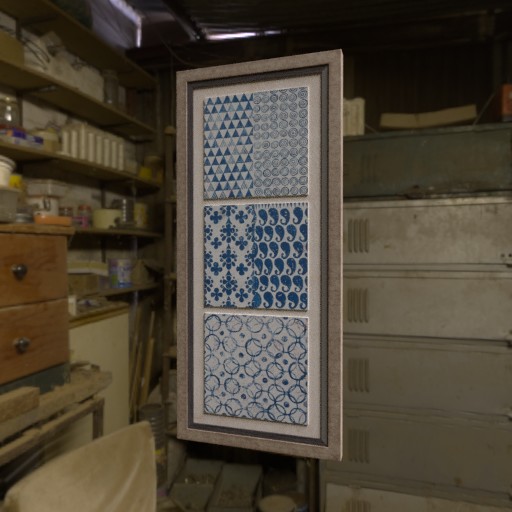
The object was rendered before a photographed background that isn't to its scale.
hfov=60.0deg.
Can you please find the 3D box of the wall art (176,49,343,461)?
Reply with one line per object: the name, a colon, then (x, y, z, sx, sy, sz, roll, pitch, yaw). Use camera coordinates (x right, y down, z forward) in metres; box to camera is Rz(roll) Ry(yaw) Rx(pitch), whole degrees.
wall art: (0.000, 0.000, 1.691, 0.648, 1.461, 0.051, 0, 0, 18)
